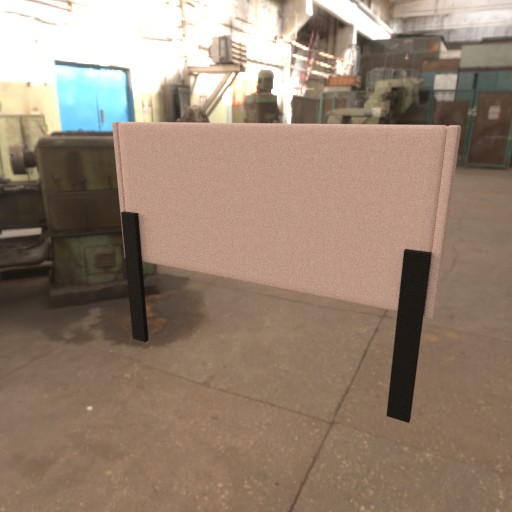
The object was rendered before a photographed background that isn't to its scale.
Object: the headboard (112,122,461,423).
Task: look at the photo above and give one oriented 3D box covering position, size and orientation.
[{"bbox_3d":[0.000,0.000,2.657,2.051,1.524,0.184,9,20,27],"label":"headboard"}]
